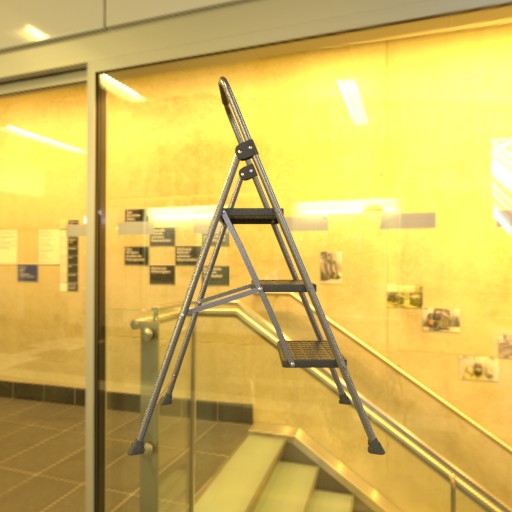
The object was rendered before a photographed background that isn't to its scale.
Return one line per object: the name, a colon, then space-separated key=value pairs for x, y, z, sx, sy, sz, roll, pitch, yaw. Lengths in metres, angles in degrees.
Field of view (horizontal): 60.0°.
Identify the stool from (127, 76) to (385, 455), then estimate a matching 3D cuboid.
stool: x=0.000 y=0.000 z=1.483 sx=0.733 sy=1.121 sz=0.473 roll=0 pitch=0 yaw=0
